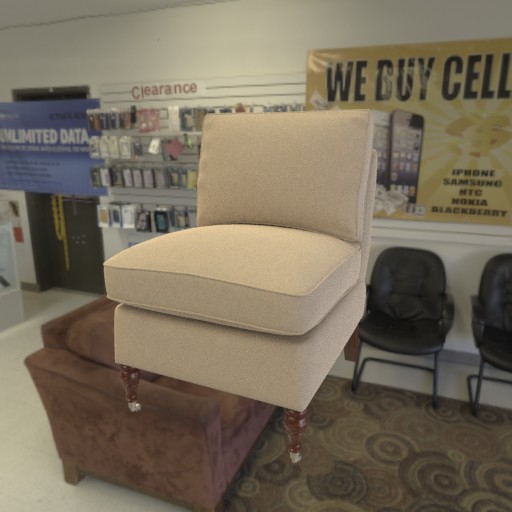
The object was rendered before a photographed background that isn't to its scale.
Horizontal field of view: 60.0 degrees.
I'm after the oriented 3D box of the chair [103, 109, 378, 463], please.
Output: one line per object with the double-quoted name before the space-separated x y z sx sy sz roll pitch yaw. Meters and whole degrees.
"chair" 0.000 0.000 1.658 0.724 1.052 0.912 7 17 24
